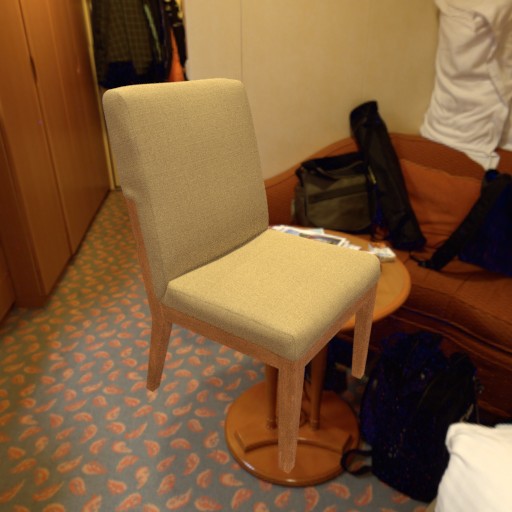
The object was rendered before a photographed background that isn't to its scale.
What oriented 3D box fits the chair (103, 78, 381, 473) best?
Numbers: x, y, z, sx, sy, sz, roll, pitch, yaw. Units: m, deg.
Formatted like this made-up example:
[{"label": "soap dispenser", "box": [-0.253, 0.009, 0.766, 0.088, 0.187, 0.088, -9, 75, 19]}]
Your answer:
[{"label": "chair", "box": [0.000, 0.000, 1.269, 0.586, 0.911, 0.507, 17, 30, 32]}]
